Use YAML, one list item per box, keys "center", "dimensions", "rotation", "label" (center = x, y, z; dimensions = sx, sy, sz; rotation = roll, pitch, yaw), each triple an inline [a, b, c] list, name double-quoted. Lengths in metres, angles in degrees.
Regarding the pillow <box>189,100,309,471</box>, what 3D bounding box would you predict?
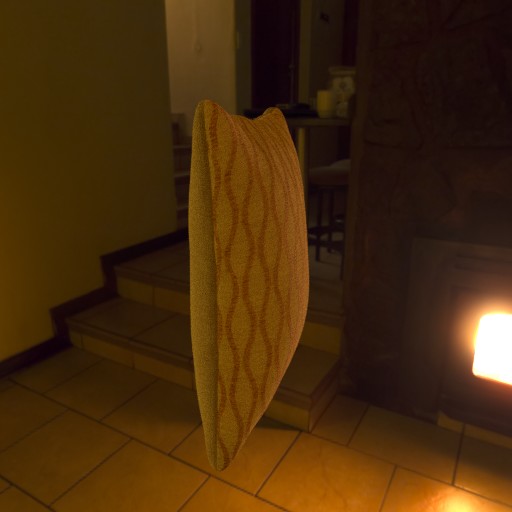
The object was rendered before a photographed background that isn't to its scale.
- center: [0.000, 0.000, 0.670]
  dimensions: [0.159, 0.436, 0.429]
  rotation: [3, 17, 10]
  label: "pillow"
